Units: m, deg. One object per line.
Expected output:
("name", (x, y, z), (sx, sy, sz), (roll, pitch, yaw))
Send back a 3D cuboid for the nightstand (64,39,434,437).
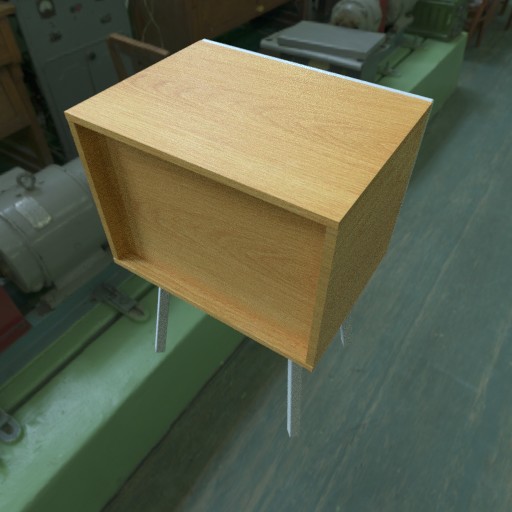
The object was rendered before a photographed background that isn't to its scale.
("nightstand", (0.000, 0.000, 0.819), (0.400, 0.601, 0.316), (25, 51, 22))
